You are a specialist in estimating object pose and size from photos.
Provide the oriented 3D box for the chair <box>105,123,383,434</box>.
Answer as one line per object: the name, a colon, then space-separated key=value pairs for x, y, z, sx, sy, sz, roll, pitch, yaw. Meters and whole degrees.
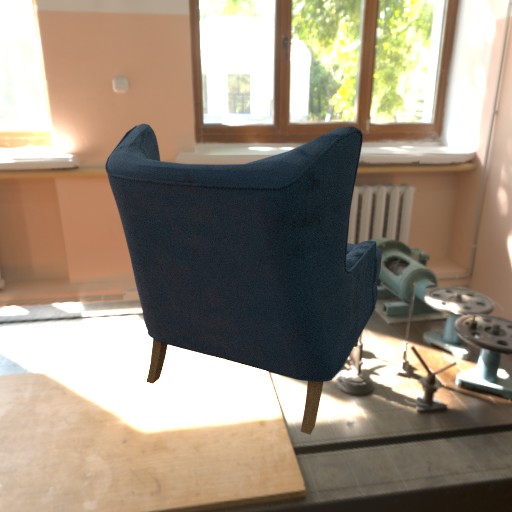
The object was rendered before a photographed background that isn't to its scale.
chair: x=0.000 y=0.000 z=1.664 sx=0.793 sy=0.952 sz=0.910 roll=9 pitch=20 yaw=25
